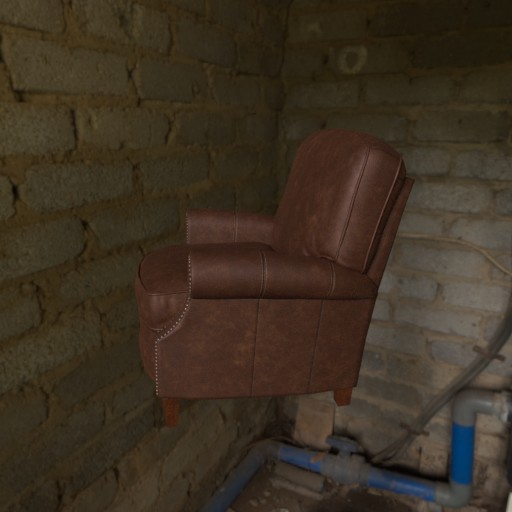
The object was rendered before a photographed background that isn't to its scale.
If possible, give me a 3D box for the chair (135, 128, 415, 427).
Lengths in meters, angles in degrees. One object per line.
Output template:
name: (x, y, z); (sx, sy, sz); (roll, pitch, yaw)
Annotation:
chair: (0.000, 0.000, 1.837); (0.986, 1.018, 0.936); (-2, 16, -9)
